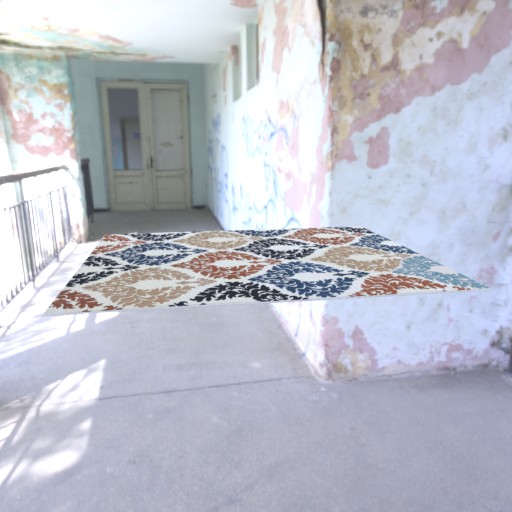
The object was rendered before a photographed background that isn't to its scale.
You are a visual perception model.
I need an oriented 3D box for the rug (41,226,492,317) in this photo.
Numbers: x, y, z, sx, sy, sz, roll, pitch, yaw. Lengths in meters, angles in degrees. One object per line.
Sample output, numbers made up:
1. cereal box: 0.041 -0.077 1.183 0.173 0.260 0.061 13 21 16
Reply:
1. rug: 0.000 0.000 4.073 3.040 0.014 2.423 -2 15 -9
